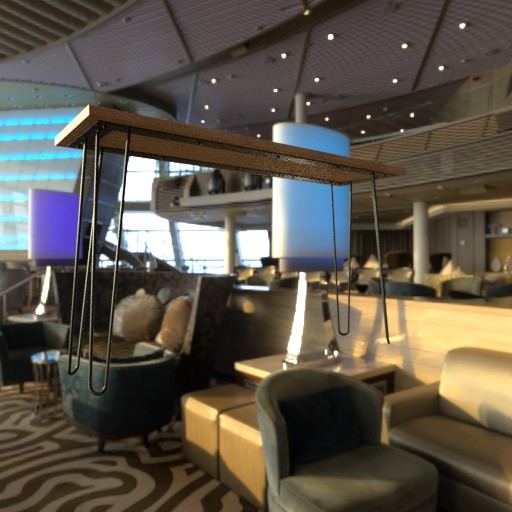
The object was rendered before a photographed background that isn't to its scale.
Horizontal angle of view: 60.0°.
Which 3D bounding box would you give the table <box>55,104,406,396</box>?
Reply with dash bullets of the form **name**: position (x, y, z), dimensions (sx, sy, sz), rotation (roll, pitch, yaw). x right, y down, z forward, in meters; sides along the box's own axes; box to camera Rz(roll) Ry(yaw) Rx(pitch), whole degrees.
- **table**: position (0.000, 0.000, 1.753), dimensions (1.400, 0.799, 0.399), rotation (0, -1, -36)
